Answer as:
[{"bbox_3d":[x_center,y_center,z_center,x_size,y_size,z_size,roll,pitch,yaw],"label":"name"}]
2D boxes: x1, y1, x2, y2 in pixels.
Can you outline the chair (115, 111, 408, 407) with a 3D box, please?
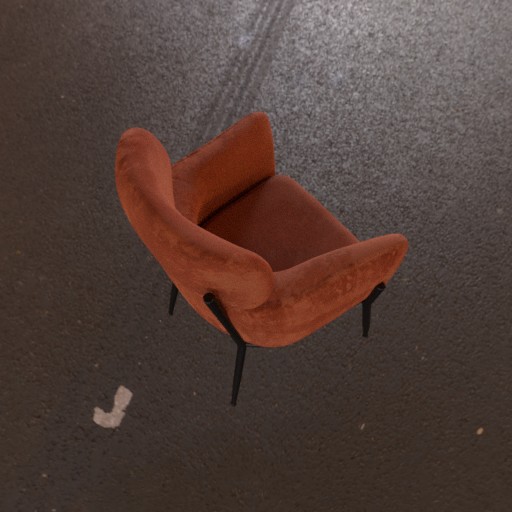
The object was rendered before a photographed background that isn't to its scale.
[{"bbox_3d":[0.000,0.000,1.150,0.523,0.772,0.561,-32,63,-19],"label":"chair"}]
